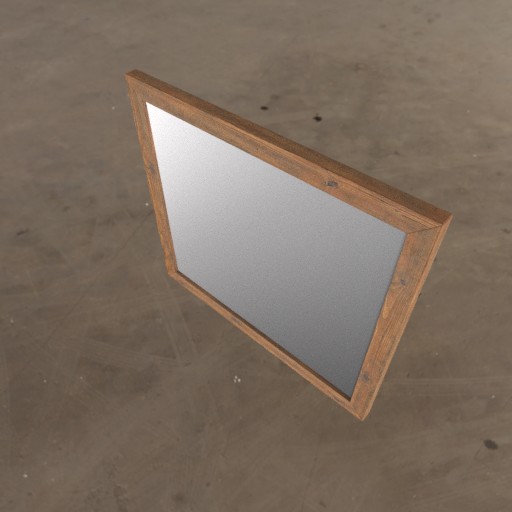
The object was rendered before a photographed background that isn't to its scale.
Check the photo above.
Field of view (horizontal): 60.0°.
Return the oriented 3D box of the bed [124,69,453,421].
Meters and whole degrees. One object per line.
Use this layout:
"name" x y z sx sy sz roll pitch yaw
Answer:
"bed" 0.000 0.000 1.482 1.046 0.942 0.046 33 54 27
